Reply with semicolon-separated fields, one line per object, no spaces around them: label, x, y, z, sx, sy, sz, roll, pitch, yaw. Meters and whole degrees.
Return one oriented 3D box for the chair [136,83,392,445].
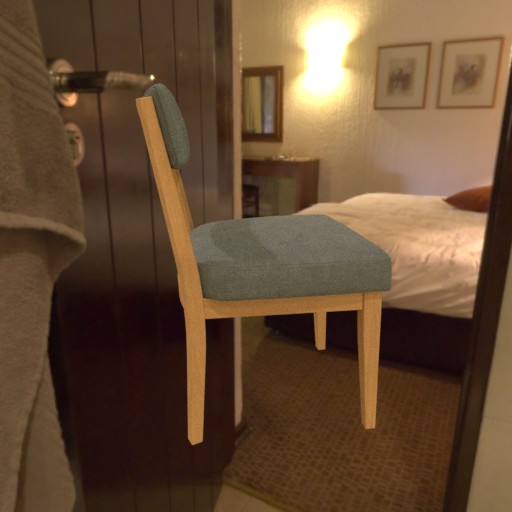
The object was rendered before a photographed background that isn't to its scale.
chair;0.000;0.000;1.204;0.572;0.832;0.508;-2;16;-8
